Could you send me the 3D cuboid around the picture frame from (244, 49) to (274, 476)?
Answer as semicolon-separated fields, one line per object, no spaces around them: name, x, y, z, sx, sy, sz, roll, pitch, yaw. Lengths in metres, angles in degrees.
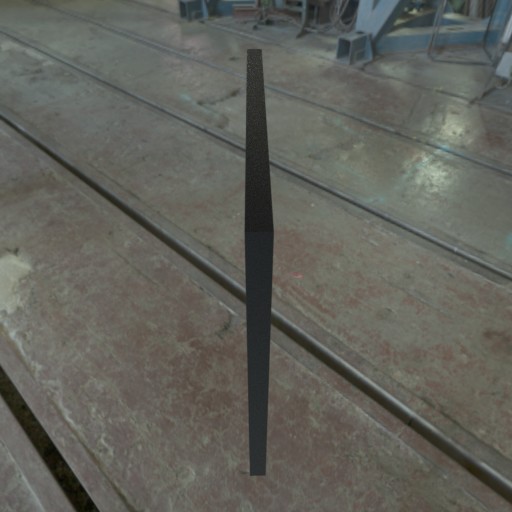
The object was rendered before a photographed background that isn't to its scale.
picture frame;0.000;0.000;0.819;0.029;0.557;0.559;0;42;0
